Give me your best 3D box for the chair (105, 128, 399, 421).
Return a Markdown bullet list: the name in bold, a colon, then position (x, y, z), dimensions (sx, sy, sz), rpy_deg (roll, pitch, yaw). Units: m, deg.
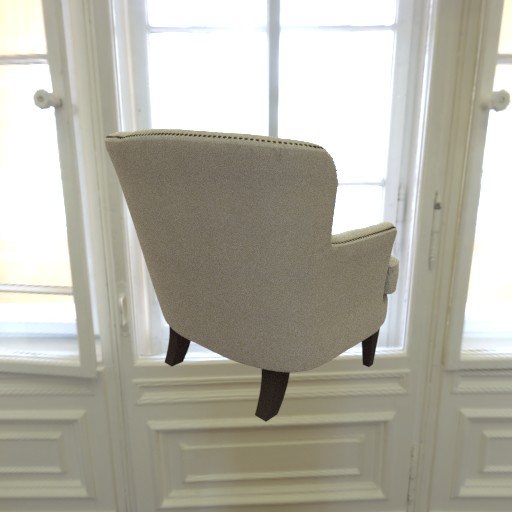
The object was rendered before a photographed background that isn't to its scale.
- **chair**: position (0.000, 0.000, 1.589), dimensions (0.848, 0.868, 0.906), rpy_deg (14, 21, 42)
